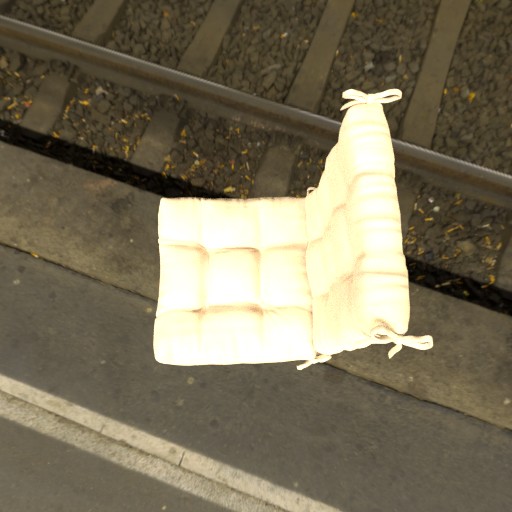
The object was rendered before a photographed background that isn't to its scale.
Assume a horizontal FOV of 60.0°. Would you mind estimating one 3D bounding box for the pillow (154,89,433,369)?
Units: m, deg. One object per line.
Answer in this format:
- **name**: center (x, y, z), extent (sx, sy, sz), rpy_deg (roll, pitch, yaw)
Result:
- **pillow**: center (0.000, 0.000, 1.046), extent (0.571, 0.605, 0.519), rpy_deg (-1, 75, 0)
